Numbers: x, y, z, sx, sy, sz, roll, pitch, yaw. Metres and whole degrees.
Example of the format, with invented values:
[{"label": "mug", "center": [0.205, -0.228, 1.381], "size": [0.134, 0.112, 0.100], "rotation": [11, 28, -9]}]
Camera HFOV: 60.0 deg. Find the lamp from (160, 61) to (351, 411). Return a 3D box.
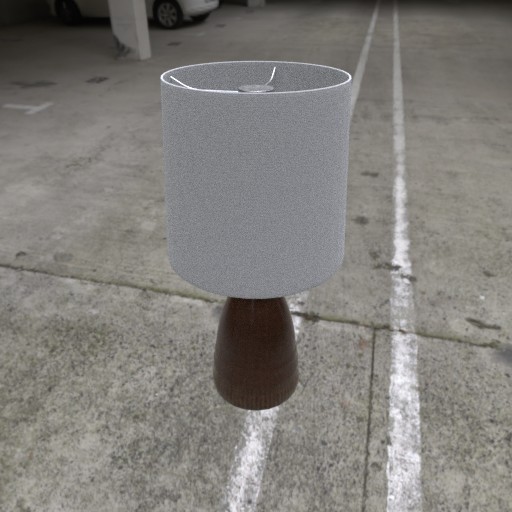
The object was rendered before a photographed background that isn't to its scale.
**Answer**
[{"label": "lamp", "center": [0.000, 0.000, 0.481], "size": [0.186, 0.369, 0.186], "rotation": [0, 31, 0]}]
